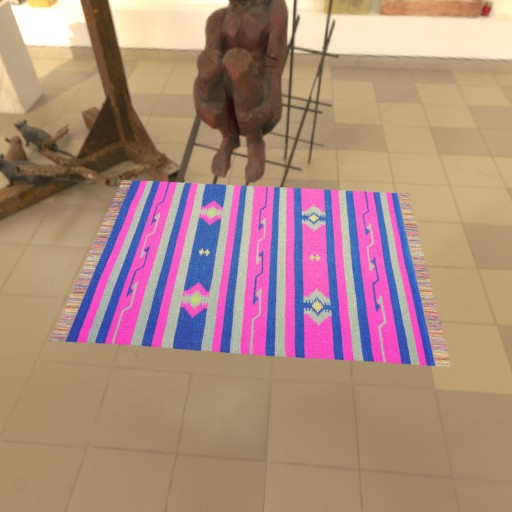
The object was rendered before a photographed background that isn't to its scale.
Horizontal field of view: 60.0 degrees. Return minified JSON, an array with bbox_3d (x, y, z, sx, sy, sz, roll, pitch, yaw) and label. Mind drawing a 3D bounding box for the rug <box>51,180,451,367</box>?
[{"bbox_3d":[0.000,0.000,3.064,2.350,0.013,1.539,3,48,3],"label":"rug"}]
